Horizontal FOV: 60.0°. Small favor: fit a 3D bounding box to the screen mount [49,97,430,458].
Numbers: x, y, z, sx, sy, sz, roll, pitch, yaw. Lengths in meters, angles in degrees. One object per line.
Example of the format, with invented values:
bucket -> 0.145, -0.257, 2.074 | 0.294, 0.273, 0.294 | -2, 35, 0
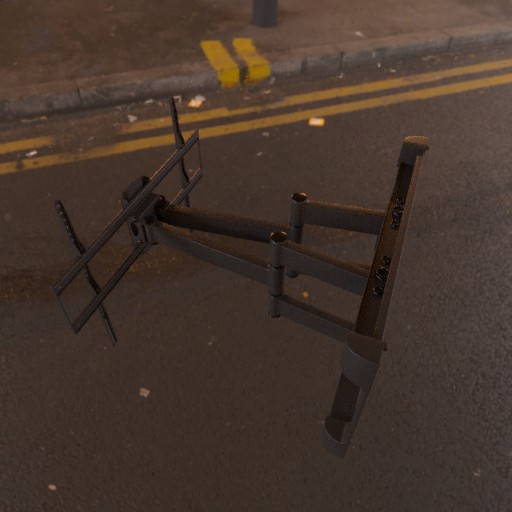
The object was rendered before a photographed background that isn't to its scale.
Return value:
screen mount -> 0.000, 0.000, 1.074 | 0.644, 0.491, 0.661 | 16, 48, 15
